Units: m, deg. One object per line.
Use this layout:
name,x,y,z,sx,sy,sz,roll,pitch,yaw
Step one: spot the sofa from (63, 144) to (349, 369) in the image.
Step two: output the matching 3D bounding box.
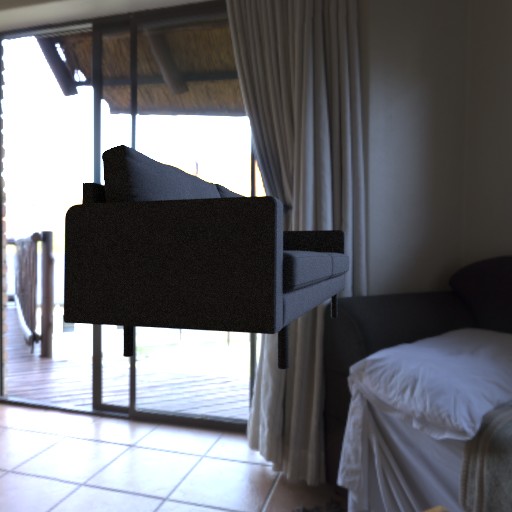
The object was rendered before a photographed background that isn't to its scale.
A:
sofa,0.000,0.000,2.549,0.880,0.880,2.100,0,0,18
